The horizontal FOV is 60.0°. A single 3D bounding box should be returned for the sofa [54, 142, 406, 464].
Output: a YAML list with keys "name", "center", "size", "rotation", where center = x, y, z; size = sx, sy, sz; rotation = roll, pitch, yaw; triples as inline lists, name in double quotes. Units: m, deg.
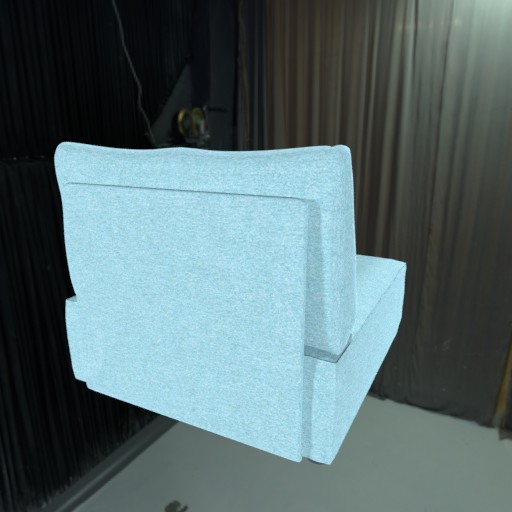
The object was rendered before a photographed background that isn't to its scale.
- name: "sofa"
  center: [0.000, 0.000, 1.636]
  size: [0.930, 0.820, 1.000]
  rotation: [8, 17, 26]
